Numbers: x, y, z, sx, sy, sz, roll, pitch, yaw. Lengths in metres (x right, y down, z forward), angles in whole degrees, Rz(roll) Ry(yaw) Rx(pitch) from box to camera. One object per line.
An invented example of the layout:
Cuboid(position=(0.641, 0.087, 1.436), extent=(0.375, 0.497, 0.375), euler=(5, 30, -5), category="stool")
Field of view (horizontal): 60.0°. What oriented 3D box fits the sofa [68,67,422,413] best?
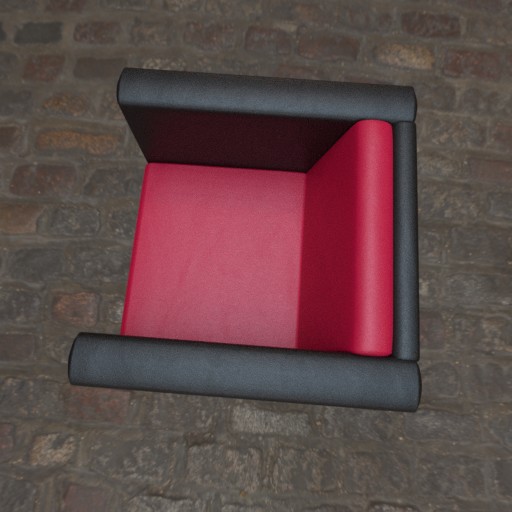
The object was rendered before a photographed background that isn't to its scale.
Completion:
Cuboid(position=(0.000, 0.000, 1.417), extent=(0.809, 0.724, 0.839), euler=(4, 76, 1), category="sofa")
